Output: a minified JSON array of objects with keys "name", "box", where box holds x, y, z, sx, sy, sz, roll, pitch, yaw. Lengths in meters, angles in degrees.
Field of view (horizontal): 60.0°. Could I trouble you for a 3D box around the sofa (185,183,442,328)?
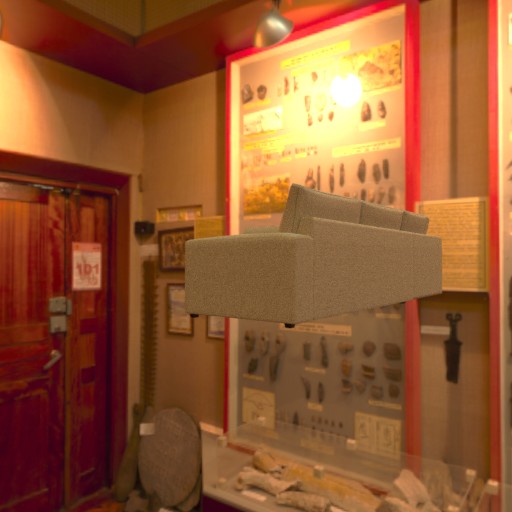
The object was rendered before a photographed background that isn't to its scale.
[{"name":"sofa","box":[0.000,0.000,4.149,2.622,0.800,2.742,-1,-1,38]}]
